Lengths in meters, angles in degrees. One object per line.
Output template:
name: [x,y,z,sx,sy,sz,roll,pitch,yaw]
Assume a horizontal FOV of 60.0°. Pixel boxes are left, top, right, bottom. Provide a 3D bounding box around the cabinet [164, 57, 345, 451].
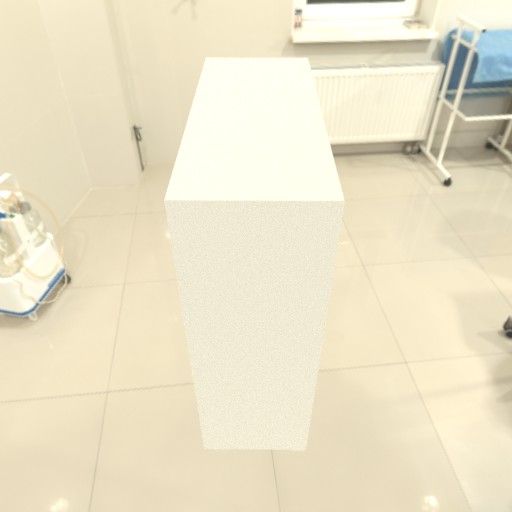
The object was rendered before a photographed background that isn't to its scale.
cabinet: [0.000,0.000,1.749,0.400,1.190,1.000,0,41,0]
